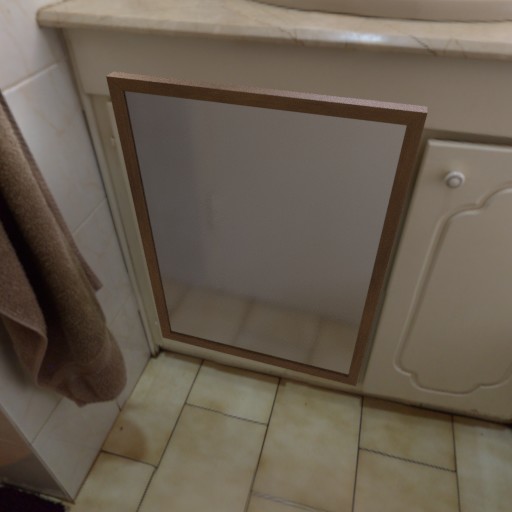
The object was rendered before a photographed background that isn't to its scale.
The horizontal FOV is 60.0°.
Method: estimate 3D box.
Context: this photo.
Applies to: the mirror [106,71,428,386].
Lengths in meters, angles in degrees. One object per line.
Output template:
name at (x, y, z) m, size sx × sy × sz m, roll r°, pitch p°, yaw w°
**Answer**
mirror at (0.000, 0.000, 1.358) m, size 0.762 × 1.016 × 0.040 m, roll 11°, pitch 42°, yaw 13°
